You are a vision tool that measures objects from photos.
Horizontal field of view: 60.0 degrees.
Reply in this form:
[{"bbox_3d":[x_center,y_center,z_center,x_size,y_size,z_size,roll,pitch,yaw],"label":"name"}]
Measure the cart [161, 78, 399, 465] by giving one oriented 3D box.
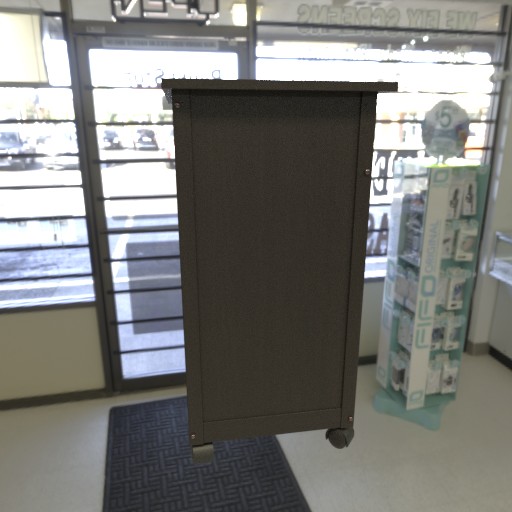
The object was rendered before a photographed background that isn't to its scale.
[{"bbox_3d":[0.000,0.000,1.264,0.456,0.879,0.660,-3,17,-9],"label":"cart"}]
